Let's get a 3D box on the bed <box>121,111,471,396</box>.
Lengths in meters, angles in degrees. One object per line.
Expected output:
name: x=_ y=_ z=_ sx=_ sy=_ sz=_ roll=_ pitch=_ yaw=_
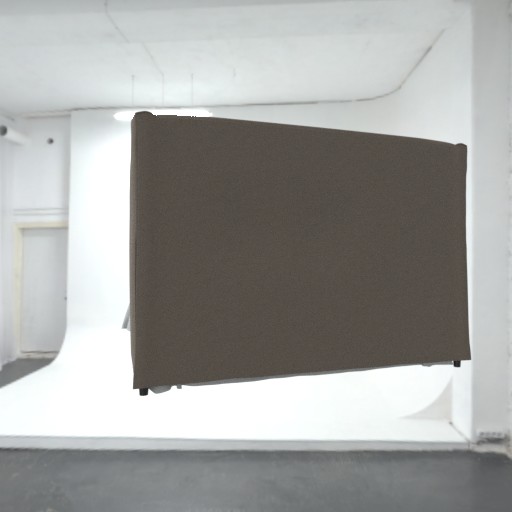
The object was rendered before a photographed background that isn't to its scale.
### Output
bed: x=0.000 y=0.000 z=3.372 sx=1.925 sy=1.332 sz=2.276 roll=0 pitch=-1 yaw=-18
